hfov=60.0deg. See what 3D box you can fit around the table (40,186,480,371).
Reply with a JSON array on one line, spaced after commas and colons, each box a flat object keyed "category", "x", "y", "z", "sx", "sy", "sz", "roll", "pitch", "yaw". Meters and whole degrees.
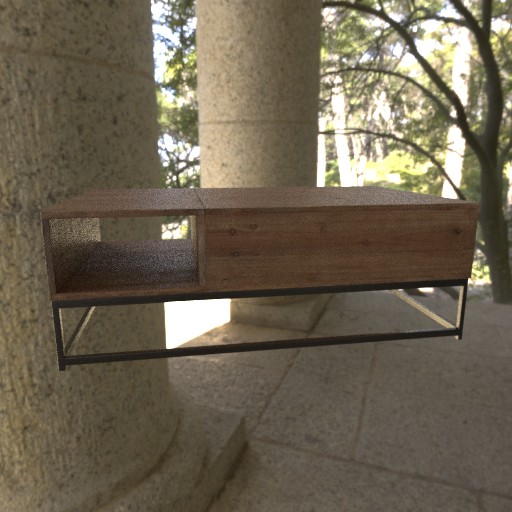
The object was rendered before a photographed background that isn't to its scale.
[{"category": "table", "x": 0.000, "y": 0.000, "z": 1.445, "sx": 1.101, "sy": 0.395, "sz": 0.655, "roll": -2, "pitch": 13, "yaw": -10}]
